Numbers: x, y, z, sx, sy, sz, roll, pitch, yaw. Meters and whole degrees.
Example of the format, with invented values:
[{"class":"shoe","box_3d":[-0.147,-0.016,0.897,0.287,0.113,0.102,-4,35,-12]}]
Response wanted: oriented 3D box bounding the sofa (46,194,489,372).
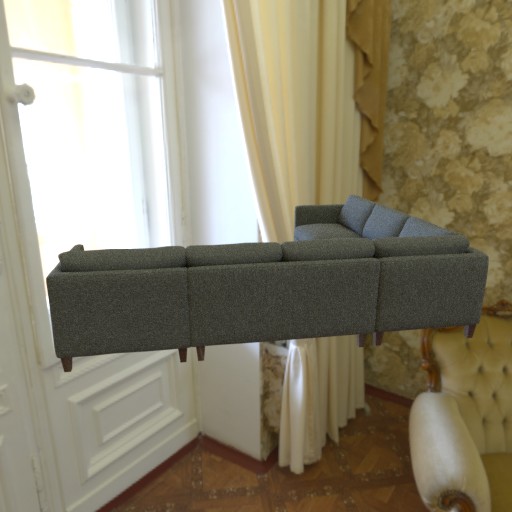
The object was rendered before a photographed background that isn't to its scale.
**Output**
[{"class":"sofa","box_3d":[0.000,0.000,4.377,3.238,0.853,2.551,-3,16,-9]}]
